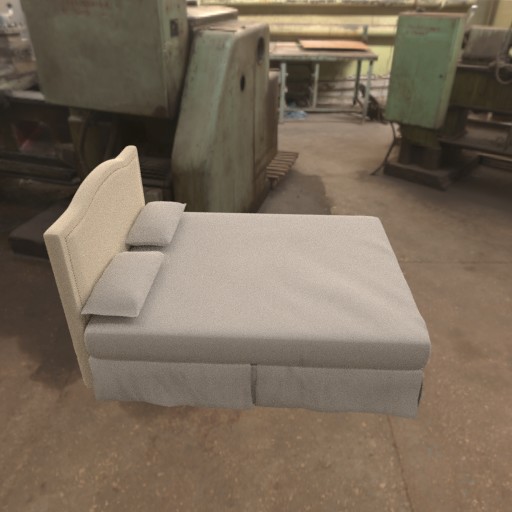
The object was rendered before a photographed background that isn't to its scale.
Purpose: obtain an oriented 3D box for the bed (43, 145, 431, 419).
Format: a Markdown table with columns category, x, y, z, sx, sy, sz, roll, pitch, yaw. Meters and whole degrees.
| category | x | y | z | sx | sy | sz | roll | pitch | yaw |
| --- | --- | --- | --- | --- | --- | --- | --- | --- | --- |
| bed | 0.000 | 0.000 | 3.634 | 2.477 | 1.437 | 1.977 | 1 | 32 | 2 |
